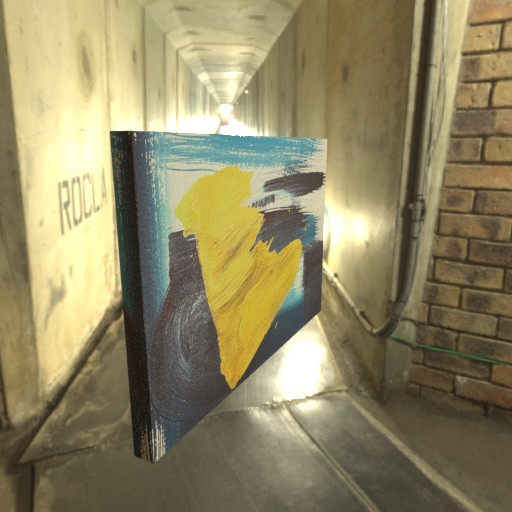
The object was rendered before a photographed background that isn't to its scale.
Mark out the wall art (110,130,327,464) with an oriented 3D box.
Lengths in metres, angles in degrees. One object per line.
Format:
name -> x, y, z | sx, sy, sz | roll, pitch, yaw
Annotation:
wall art -> 0.000, 0.000, 0.779 | 0.033, 0.406, 0.609 | 7, 16, 27
